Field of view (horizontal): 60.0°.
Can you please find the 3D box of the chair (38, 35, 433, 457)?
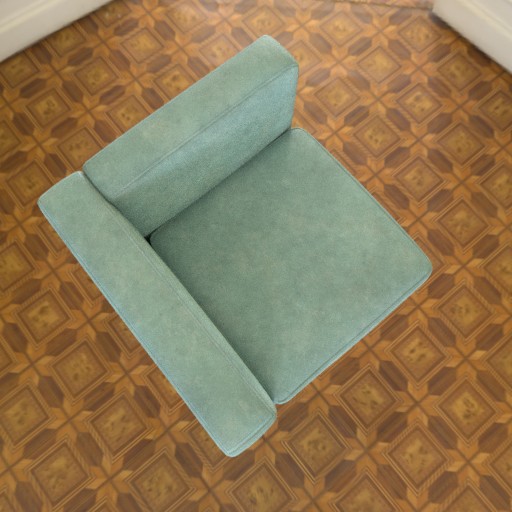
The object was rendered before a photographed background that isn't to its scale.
[{"bbox_3d":[0.000,0.000,1.217,0.684,0.660,0.691,-39,79,-9],"label":"chair"}]
